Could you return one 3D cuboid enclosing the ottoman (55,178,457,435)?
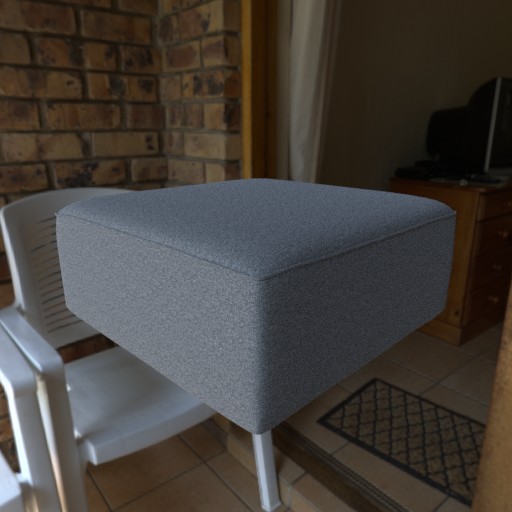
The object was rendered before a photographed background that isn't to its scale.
[{"bbox_3d":[0.000,0.000,1.582,1.015,0.464,1.005,16,23,43],"label":"ottoman"}]
